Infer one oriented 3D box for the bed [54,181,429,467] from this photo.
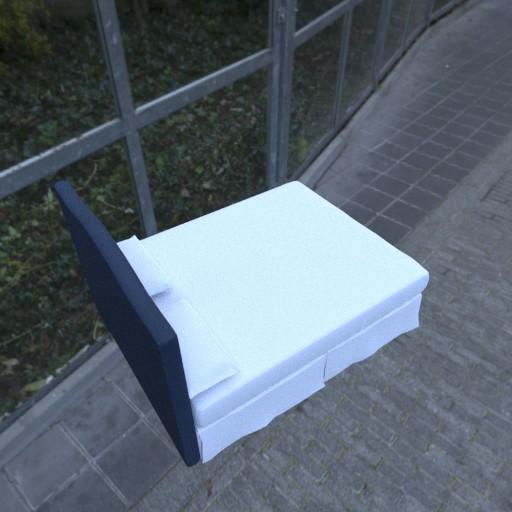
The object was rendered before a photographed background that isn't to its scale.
[{"bbox_3d":[0.000,0.000,3.477,2.282,1.436,1.821,-25,47,-25],"label":"bed"}]
